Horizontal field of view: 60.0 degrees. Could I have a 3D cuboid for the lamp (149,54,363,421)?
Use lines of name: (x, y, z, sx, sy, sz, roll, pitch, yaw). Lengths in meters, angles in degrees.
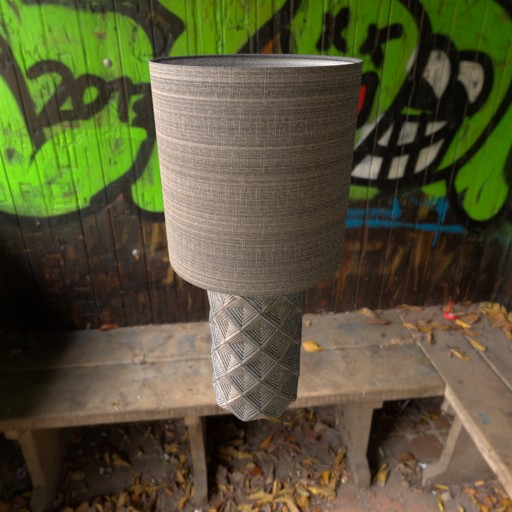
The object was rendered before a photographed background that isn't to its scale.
lamp: (0.000, 0.000, 0.696, 0.269, 0.566, 0.268, -18, 32, -31)
